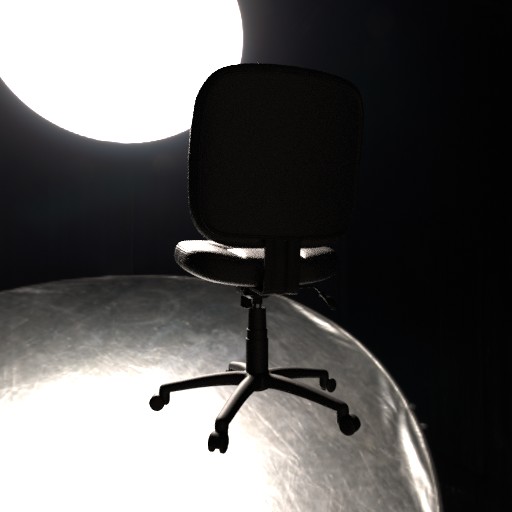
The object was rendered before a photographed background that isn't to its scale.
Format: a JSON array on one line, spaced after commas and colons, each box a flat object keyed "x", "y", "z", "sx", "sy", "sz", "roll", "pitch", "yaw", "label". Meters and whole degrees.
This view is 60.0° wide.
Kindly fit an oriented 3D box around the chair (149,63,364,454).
[{"x": 0.000, "y": 0.000, "z": 1.391, "sx": 0.647, "sy": 0.959, "sz": 0.646, "roll": 0, "pitch": 1, "yaw": -18, "label": "chair"}]
